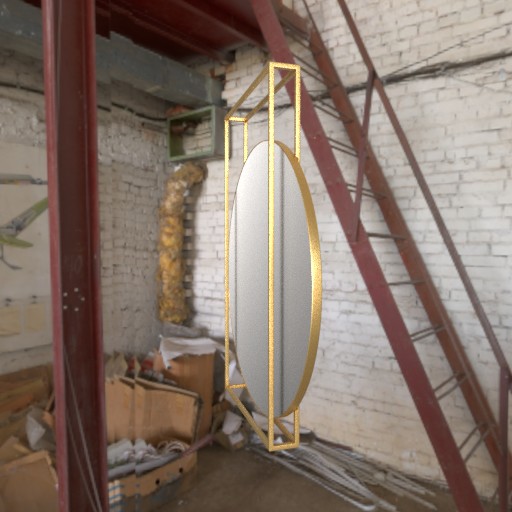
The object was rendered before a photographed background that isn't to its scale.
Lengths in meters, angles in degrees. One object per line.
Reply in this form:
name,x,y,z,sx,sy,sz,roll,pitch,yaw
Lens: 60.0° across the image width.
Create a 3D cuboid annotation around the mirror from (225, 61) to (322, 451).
mirror,0.000,0.000,0.842,0.051,0.603,0.508,-1,2,-17
